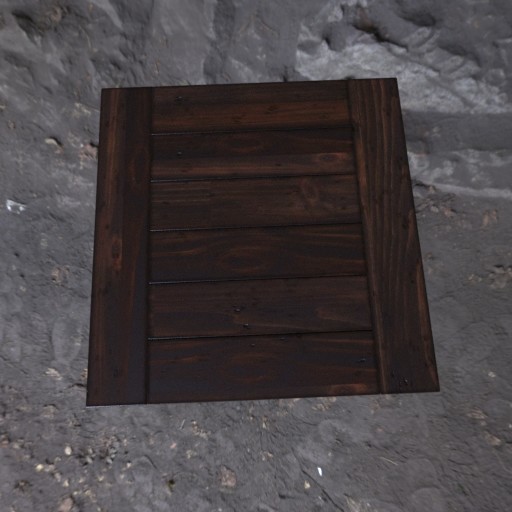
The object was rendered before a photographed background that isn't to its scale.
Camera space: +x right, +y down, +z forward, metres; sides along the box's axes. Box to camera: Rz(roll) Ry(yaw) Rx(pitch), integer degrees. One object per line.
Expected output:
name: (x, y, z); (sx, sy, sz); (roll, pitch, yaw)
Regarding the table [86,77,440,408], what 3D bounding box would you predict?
table: (0.000, 0.000, 1.023); (0.593, 0.437, 0.606); (-2, 76, -1)
